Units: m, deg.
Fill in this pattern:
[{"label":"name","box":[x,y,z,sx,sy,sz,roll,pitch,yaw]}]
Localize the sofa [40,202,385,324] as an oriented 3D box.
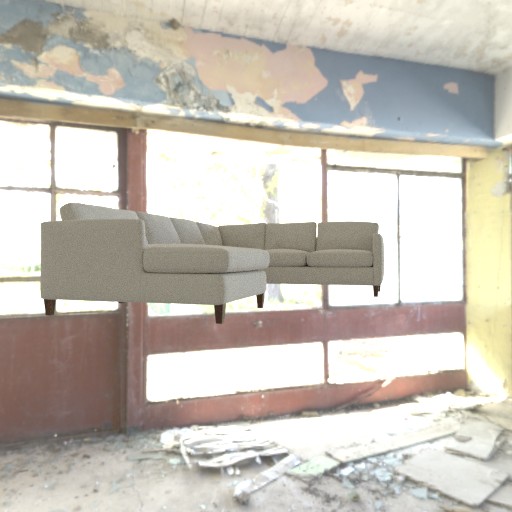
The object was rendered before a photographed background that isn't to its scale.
[{"label":"sofa","box":[0.000,0.000,4.765,2.593,0.956,3.459,0,0,17]}]
